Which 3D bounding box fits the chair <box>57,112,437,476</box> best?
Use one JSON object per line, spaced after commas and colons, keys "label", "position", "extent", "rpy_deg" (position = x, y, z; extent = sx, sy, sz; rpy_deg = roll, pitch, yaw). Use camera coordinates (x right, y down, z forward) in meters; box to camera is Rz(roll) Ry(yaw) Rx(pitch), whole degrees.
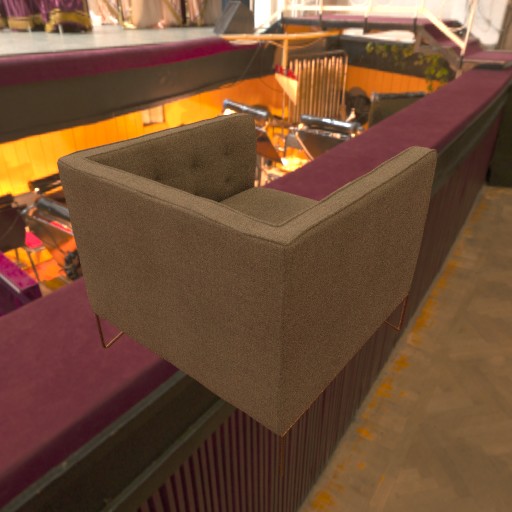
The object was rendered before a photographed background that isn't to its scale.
{"label": "chair", "position": [0.000, 0.000, 1.636], "extent": [0.920, 0.799, 0.912], "rpy_deg": [22, 37, 33]}
